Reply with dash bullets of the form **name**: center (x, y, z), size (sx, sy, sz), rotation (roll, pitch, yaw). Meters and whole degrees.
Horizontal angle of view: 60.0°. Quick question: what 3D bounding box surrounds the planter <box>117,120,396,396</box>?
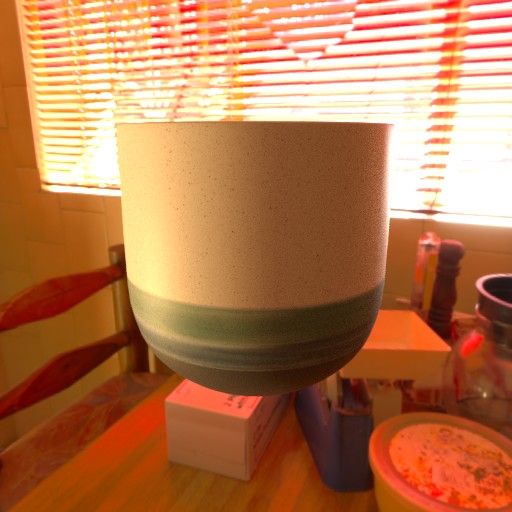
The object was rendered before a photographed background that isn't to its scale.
- **planter**: center (0.000, 0.000, 0.476), size (0.268, 0.270, 0.268), rotation (0, 15, 0)
